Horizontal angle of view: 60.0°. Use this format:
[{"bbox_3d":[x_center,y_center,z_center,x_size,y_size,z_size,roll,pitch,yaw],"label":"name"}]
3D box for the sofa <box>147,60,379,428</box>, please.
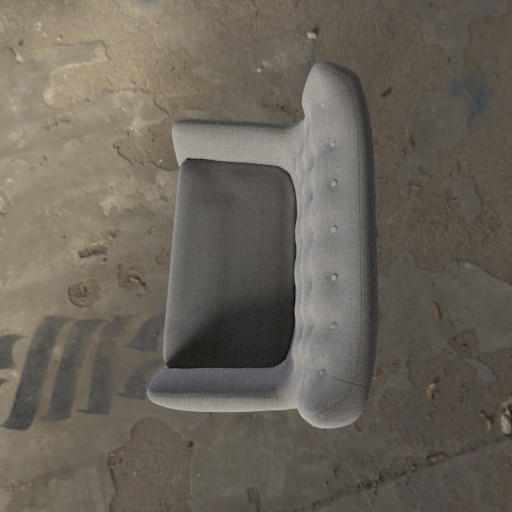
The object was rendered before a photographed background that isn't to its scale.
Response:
[{"bbox_3d":[0.000,0.000,2.041,0.884,1.028,1.386,2,76,1],"label":"sofa"}]
